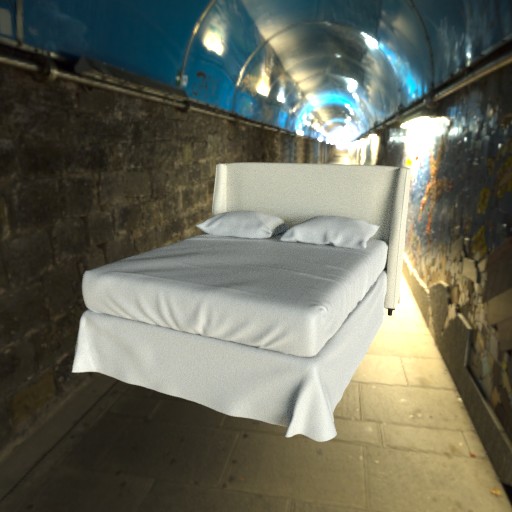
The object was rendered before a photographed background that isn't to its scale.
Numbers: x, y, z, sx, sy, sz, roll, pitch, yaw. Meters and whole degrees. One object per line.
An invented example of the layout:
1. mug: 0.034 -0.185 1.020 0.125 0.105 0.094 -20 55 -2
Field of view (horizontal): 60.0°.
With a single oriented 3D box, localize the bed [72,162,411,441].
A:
1. bed: 0.000 0.000 3.449 1.925 1.332 2.276 7 16 26
